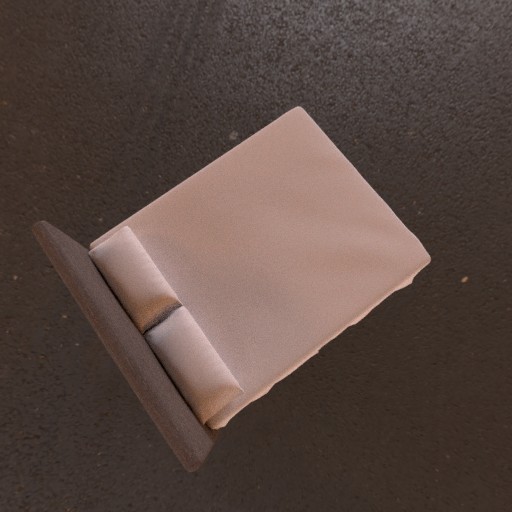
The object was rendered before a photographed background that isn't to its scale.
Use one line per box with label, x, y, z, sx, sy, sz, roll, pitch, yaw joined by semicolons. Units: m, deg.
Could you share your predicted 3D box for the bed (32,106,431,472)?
bed;0.000;0.000;3.189;2.142;1.330;1.723;-36;78;-8
